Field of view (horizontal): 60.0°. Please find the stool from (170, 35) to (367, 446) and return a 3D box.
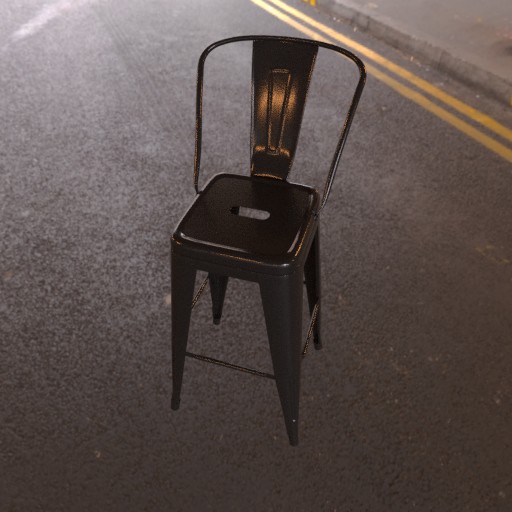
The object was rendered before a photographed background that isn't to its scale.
[{"bbox_3d":[0.000,0.000,1.254,0.432,1.022,0.528,12,43,13],"label":"stool"}]
